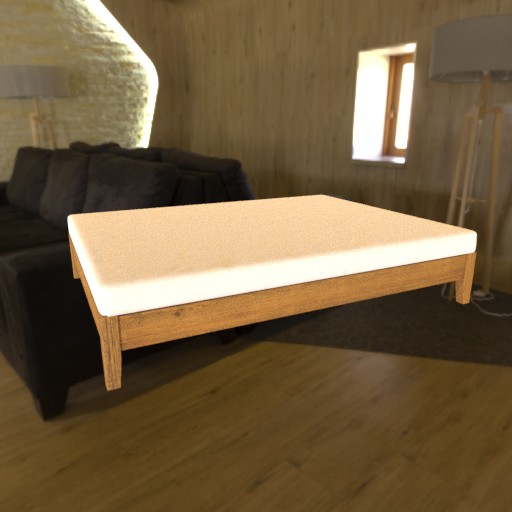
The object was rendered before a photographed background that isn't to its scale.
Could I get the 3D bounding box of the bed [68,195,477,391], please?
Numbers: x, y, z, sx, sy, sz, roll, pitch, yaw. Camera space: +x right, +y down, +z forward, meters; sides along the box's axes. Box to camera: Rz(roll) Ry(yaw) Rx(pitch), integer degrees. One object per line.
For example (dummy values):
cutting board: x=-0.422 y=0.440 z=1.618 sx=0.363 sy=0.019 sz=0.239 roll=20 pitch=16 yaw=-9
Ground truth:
bed: x=0.000 y=0.000 z=2.728 sx=2.016 sy=0.431 sz=1.536 roll=-8 pitch=18 yaw=-25
